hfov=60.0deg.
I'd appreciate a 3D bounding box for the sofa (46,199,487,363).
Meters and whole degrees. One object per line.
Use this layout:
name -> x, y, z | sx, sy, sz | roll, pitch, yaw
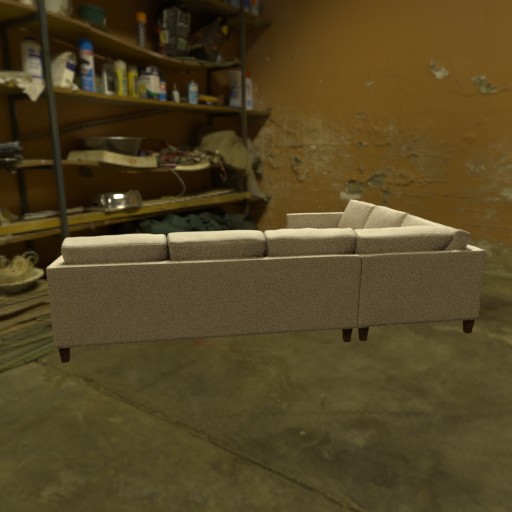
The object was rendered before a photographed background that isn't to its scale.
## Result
sofa -> 0.000, 0.000, 4.320 | 3.182, 0.863, 2.432 | -2, 13, -9
